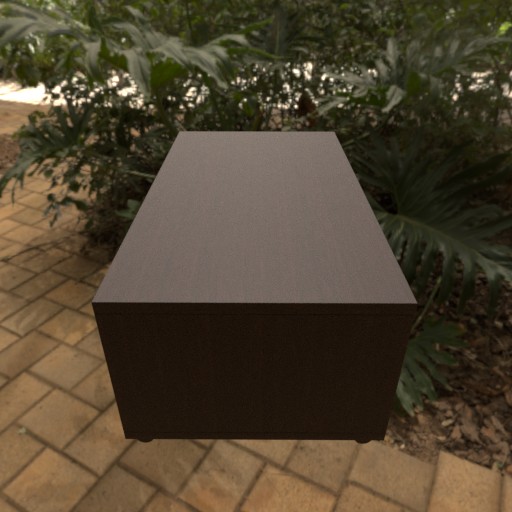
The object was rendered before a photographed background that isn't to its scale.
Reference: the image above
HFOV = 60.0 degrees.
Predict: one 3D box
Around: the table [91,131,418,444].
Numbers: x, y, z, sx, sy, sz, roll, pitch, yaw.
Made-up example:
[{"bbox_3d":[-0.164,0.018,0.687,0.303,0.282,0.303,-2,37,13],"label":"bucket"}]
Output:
[{"bbox_3d":[0.000,0.000,1.366,0.590,0.460,1.050,0,32,0],"label":"table"}]
